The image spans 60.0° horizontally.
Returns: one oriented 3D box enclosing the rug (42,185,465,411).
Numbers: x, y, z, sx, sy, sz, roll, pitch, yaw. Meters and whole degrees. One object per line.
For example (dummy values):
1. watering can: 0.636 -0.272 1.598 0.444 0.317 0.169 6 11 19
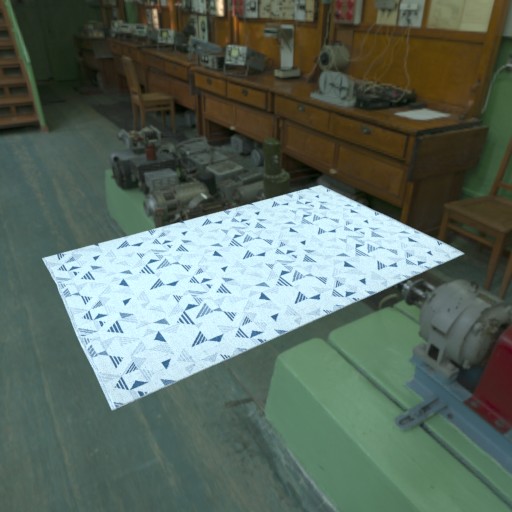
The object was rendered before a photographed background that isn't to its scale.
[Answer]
1. rug: 0.000 0.000 3.014 2.457 0.009 1.512 -18 35 -28
